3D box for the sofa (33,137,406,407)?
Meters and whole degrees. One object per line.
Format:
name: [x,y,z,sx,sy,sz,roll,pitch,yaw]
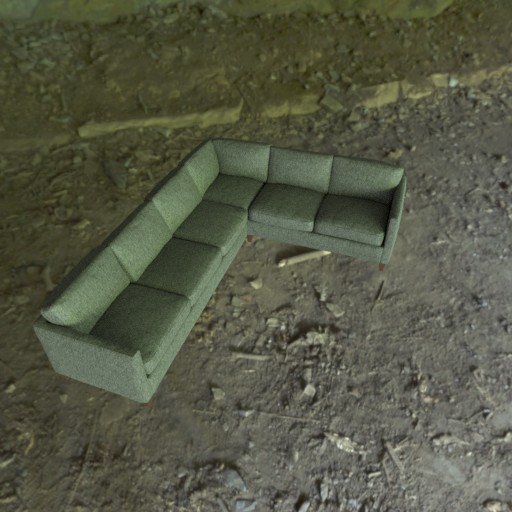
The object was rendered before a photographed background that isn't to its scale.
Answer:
sofa: [0.000,0.000,4.400,2.593,0.947,3.302,13,42,15]
